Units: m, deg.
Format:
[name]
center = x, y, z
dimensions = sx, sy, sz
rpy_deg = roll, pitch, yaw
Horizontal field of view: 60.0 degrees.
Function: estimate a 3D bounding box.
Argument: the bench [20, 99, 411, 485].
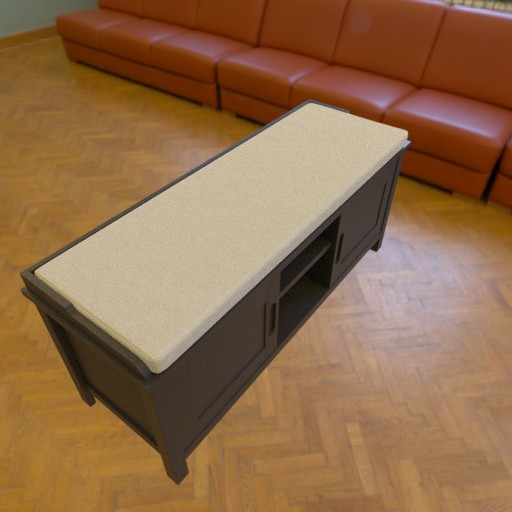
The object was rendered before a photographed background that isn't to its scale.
[bench]
center = 0.000, 0.000, 1.330
dimensions = 0.398, 0.501, 1.140
rpy_deg = 27, 49, 27
